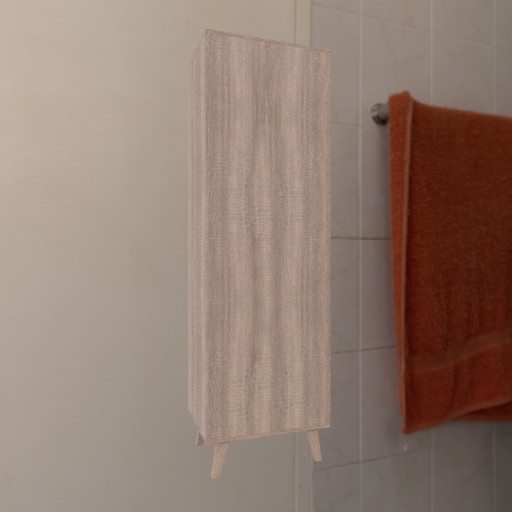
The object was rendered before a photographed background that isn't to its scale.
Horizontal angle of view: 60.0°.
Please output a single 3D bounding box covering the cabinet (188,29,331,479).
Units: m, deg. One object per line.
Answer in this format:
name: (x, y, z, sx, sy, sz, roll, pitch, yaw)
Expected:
cabinet: (0.000, 0.000, 2.086, 0.570, 1.850, 0.400, 0, 0, -19)
